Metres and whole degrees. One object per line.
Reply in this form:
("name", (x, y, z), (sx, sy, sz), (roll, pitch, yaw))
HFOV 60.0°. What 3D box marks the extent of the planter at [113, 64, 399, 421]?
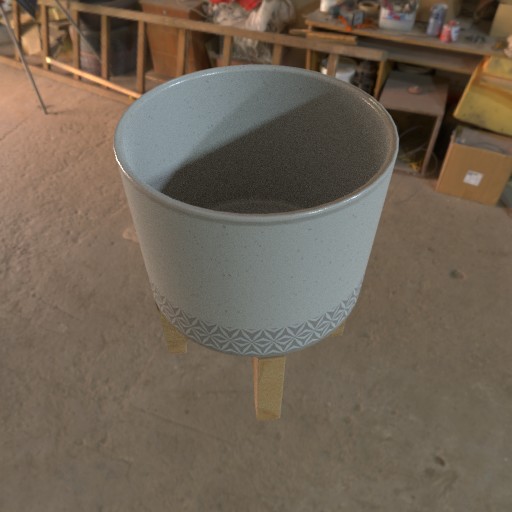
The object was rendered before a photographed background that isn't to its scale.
("planter", (0.000, 0.000, 0.270), (0.130, 0.178, 0.130), (0, 47, 0))
